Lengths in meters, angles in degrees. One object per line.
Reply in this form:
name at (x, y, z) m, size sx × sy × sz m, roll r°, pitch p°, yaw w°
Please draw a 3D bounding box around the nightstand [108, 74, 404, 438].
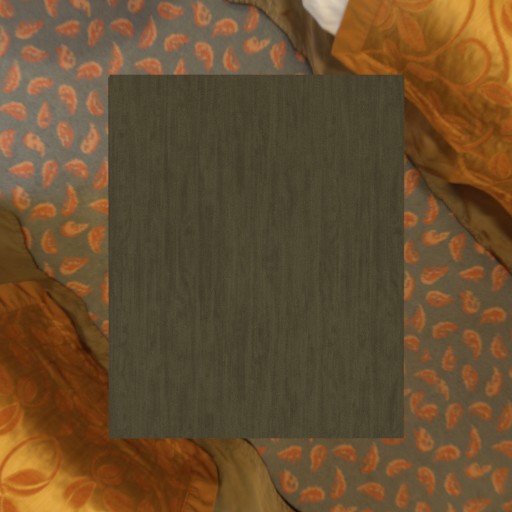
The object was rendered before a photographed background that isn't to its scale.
nightstand at (0.000, 0.000, 0.743) m, size 0.347 × 0.448 × 0.427 m, roll 0°, pitch 90°, yaw 0°
